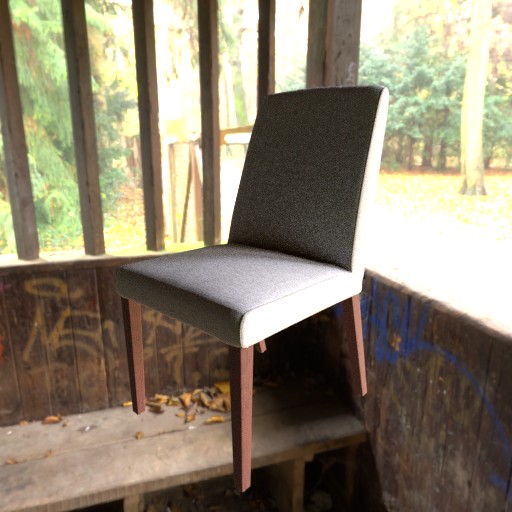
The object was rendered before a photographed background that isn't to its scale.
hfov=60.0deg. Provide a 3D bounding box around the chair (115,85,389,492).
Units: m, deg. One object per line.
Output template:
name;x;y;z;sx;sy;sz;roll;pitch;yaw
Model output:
chair;0.000;0.000;1.200;0.480;0.900;0.594;14;20;41
